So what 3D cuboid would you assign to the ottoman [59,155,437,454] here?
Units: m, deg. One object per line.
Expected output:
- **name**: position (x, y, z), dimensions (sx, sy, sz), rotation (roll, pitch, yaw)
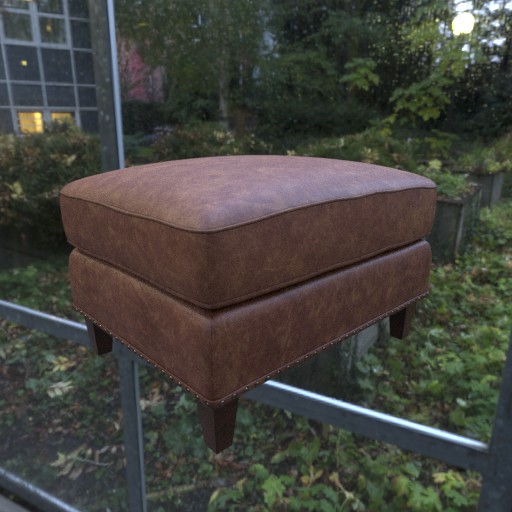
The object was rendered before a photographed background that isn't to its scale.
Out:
- **ottoman**: position (0.000, 0.000, 1.113), dimensions (0.742, 0.486, 0.586), rotation (-15, 22, -41)
